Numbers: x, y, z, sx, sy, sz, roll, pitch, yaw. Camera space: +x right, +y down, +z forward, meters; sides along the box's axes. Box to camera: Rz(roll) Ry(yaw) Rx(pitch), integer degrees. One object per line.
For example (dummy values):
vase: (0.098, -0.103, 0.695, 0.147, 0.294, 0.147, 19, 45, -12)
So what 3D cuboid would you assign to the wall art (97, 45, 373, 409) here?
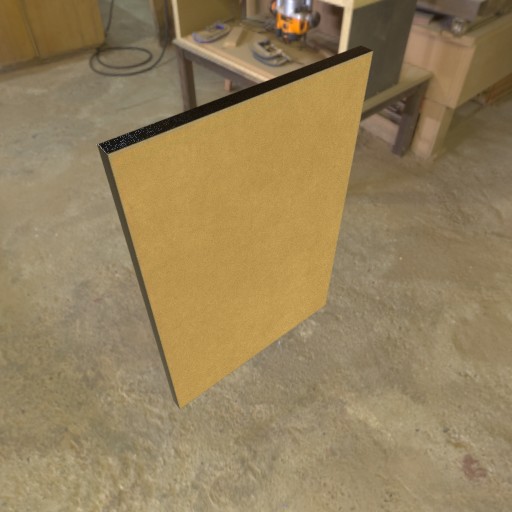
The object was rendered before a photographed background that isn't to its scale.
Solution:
wall art: (0.000, 0.000, 0.584, 0.314, 0.455, 0.019, -31, 54, -26)
